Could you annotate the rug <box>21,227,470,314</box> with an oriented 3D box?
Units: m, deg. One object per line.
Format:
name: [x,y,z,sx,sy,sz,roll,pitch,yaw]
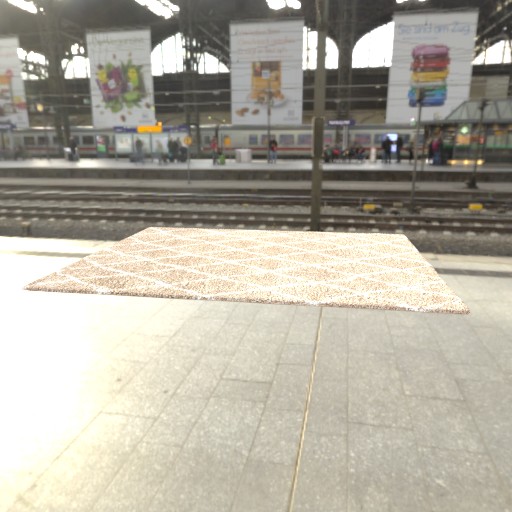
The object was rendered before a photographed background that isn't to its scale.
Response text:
rug: [0.000,0.000,4.102,3.047,0.029,2.438,2,14,9]
